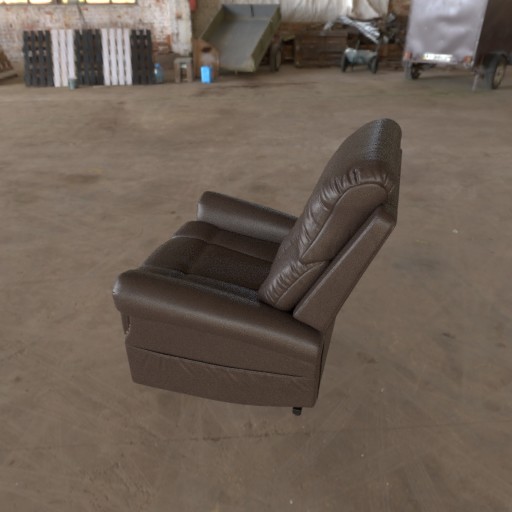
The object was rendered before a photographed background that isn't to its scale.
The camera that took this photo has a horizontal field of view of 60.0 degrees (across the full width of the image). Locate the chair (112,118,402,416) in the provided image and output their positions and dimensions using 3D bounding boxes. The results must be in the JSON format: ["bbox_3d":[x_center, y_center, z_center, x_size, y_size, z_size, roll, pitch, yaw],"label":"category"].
[{"bbox_3d":[0.000,0.000,1.756,0.978,1.028,0.869,9,32,14],"label":"chair"}]
